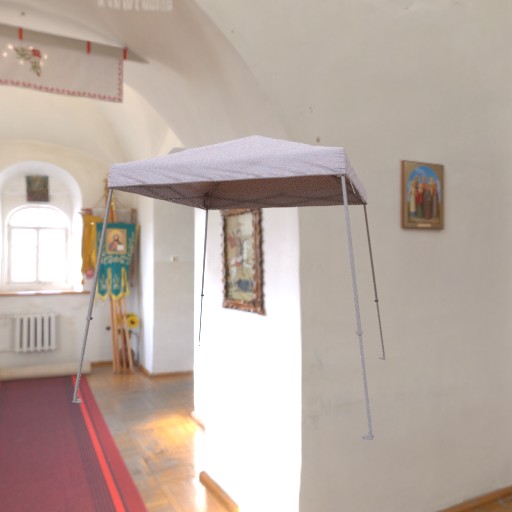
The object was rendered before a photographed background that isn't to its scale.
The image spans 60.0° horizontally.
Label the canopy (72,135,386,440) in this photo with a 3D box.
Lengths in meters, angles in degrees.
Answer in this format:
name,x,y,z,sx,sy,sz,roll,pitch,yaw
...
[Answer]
name,x,y,z,sx,sy,sz,roll,pitch,yaw
canopy,0.000,0.000,5.236,2.849,2.850,2.850,0,0,18
